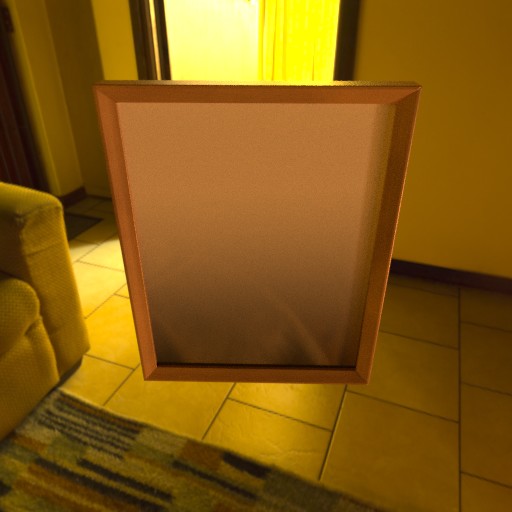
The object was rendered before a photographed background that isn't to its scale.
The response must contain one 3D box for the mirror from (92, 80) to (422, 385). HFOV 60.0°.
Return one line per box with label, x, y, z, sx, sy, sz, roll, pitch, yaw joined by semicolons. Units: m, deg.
mirror;0.000;0.000;0.689;0.406;0.509;0.041;1;30;1
